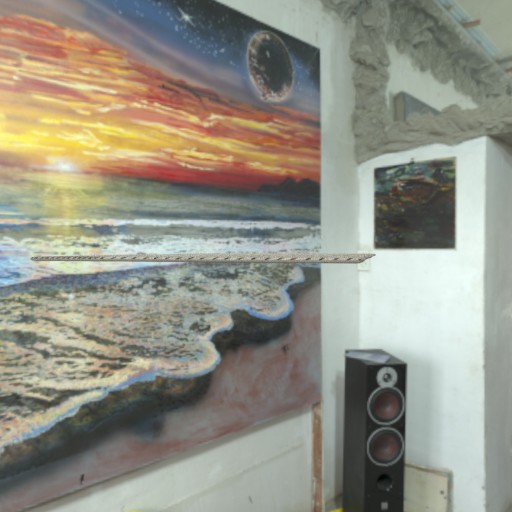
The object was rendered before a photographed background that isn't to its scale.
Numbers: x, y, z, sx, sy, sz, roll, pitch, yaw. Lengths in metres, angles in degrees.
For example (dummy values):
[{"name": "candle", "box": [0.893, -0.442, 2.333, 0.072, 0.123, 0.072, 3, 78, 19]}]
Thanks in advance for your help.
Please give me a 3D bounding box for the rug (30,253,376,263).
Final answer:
[{"name": "rug", "box": [0.000, 0.000, 3.030, 1.539, 0.023, 2.406, 0, 1, 16]}]
